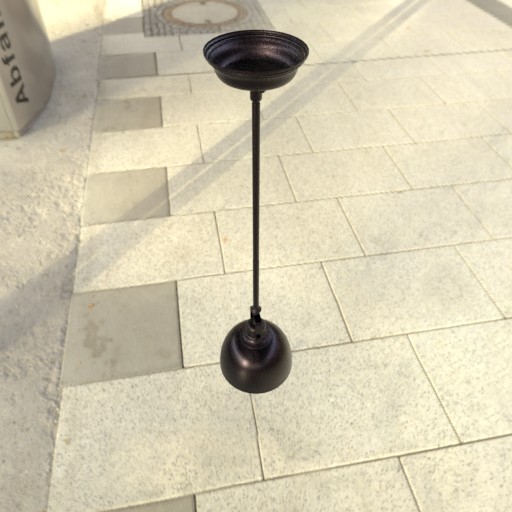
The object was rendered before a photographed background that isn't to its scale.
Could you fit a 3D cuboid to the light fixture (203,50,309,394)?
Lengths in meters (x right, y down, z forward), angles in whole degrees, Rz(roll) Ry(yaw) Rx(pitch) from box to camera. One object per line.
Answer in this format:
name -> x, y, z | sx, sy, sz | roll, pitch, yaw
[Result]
light fixture -> 0.000, 0.000, 0.846 | 0.182, 0.768, 0.182 | -9, 47, -9
